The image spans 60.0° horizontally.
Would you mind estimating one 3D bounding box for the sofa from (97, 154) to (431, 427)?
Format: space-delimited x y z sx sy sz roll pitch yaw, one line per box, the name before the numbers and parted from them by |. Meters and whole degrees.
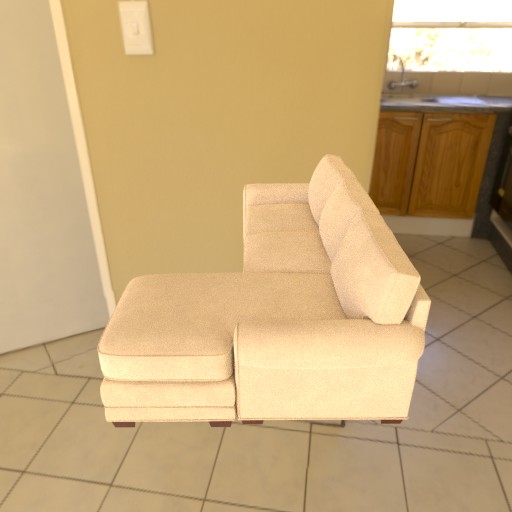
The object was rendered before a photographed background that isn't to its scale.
sofa | 0.000 0.000 2.369 1.226 0.734 1.770 0 27 0
